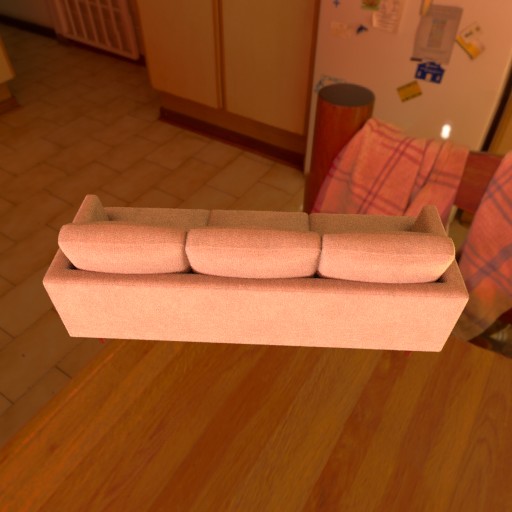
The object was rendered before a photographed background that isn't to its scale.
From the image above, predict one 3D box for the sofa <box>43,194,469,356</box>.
[{"bbox_3d":[0.000,0.000,2.743,2.246,0.930,0.903,2,46,2],"label":"sofa"}]
